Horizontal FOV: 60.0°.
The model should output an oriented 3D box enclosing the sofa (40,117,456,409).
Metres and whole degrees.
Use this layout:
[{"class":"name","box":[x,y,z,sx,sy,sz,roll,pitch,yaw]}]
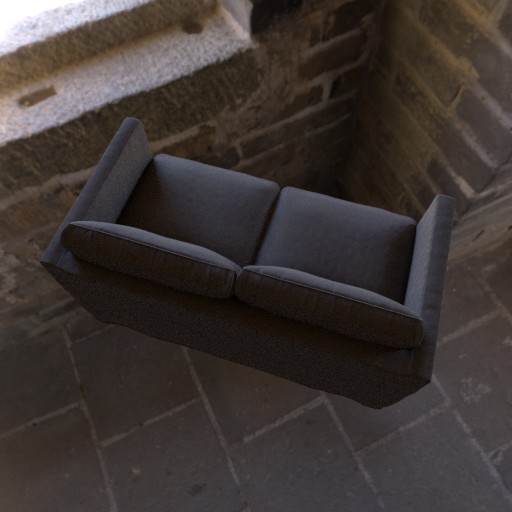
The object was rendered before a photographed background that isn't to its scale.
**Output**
[{"class":"sofa","box":[0.000,0.000,2.345,1.802,0.854,0.974,16,64,8]}]
